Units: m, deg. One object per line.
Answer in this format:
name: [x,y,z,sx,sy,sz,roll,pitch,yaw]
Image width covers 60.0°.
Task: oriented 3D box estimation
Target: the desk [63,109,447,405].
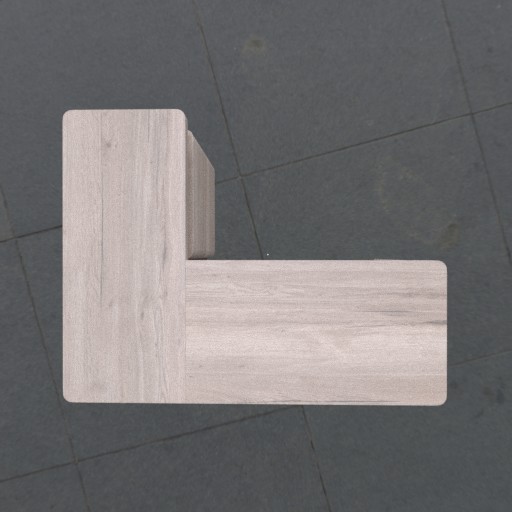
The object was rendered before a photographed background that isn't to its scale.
desk: [0.000,0.000,1.728,1.169,0.760,0.900,0,90,2]
